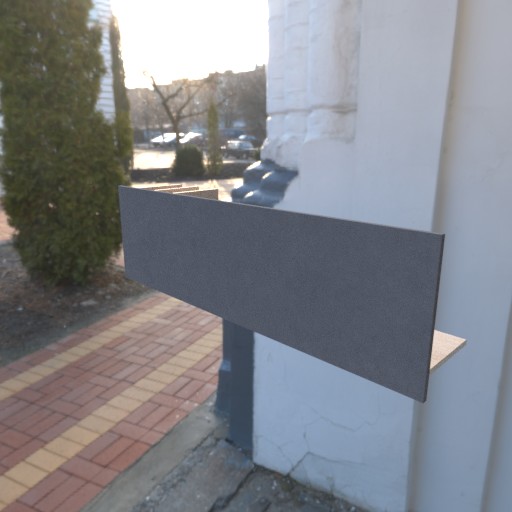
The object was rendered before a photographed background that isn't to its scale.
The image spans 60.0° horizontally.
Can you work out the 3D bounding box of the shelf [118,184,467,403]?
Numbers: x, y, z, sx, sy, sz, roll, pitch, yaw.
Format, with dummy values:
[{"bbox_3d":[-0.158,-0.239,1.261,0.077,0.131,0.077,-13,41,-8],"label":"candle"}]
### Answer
[{"bbox_3d":[0.000,0.000,1.147,1.020,0.300,0.200,14,21,43],"label":"shelf"}]
